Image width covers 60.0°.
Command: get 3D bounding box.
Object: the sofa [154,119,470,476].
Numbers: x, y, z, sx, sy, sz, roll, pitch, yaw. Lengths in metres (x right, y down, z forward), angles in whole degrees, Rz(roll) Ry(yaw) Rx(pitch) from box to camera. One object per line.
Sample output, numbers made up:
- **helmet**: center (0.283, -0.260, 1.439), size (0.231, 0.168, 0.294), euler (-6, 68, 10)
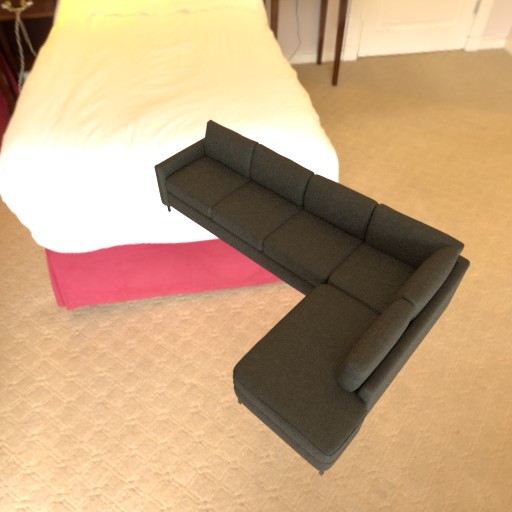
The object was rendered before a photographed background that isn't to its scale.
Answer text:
- **sofa**: center (0.000, 0.000, 3.841), size (2.972, 0.858, 1.984), euler (33, 55, 27)
